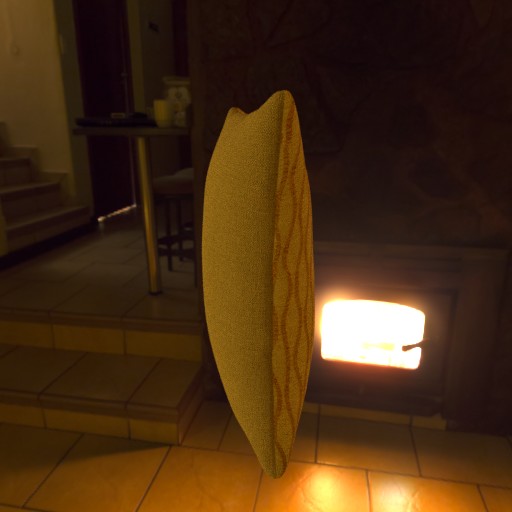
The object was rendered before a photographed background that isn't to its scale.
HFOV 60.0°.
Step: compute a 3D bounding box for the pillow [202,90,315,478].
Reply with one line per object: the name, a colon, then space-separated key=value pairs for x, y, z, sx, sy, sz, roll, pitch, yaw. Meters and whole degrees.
pillow: x=0.000 y=0.000 z=0.658 sx=0.159 sy=0.436 sz=0.429 roll=-3 pitch=16 yaw=-9
